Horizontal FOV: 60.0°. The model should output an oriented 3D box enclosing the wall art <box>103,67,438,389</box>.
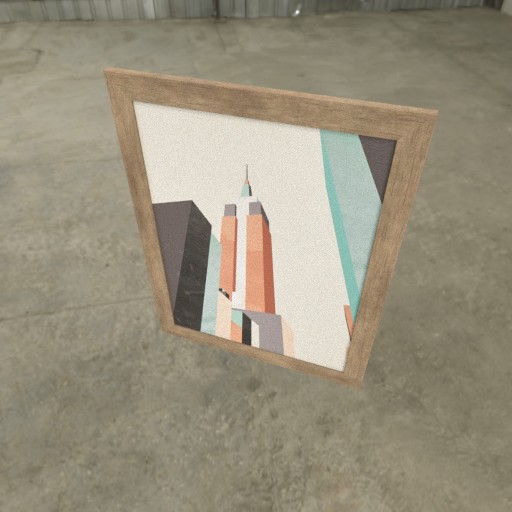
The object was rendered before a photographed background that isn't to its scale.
[{"bbox_3d":[0.000,0.000,0.907,0.534,0.686,0.018,13,43,14],"label":"wall art"}]
